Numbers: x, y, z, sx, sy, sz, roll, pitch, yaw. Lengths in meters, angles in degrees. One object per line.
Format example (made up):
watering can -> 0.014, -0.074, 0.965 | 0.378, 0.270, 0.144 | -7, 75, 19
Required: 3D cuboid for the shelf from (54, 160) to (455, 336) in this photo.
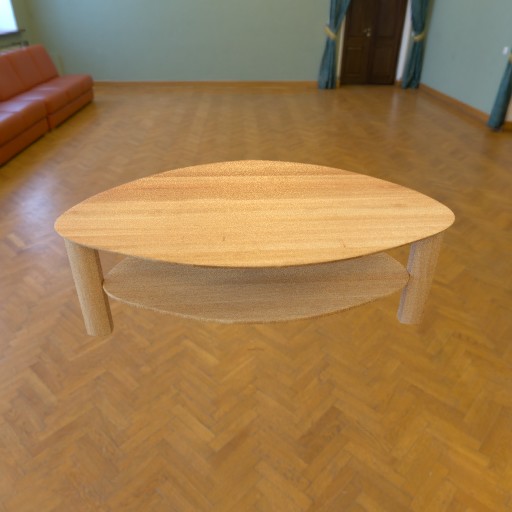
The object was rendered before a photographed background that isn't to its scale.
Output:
shelf -> 0.000, 0.000, 1.610 | 1.246, 0.440, 0.845 | -2, 31, -3
